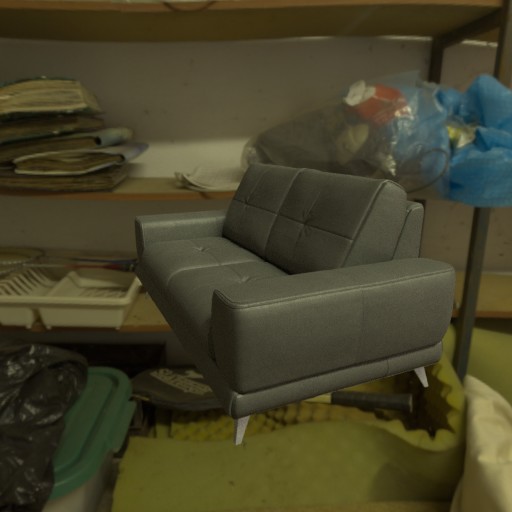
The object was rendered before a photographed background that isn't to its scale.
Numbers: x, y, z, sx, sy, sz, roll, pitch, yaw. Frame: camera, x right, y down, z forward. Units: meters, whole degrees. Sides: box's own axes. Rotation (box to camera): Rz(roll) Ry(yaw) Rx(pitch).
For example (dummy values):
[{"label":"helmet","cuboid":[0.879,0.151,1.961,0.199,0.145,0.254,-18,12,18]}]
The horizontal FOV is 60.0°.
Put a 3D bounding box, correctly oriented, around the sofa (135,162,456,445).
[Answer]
[{"label":"sofa","cuboid":[0.000,0.000,2.381,1.018,0.907,1.806,-7,17,-24]}]
